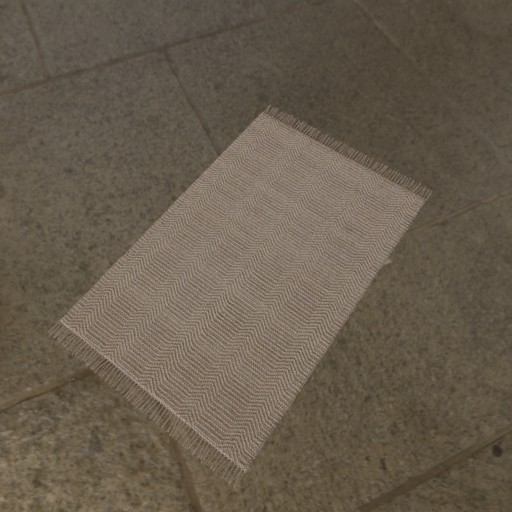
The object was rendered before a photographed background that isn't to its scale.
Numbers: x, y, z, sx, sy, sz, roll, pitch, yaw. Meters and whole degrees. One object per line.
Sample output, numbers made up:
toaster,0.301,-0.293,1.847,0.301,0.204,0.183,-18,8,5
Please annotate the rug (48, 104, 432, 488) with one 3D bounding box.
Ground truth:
rug,0.000,0.000,3.127,1.528,0.034,2.523,33,67,16
